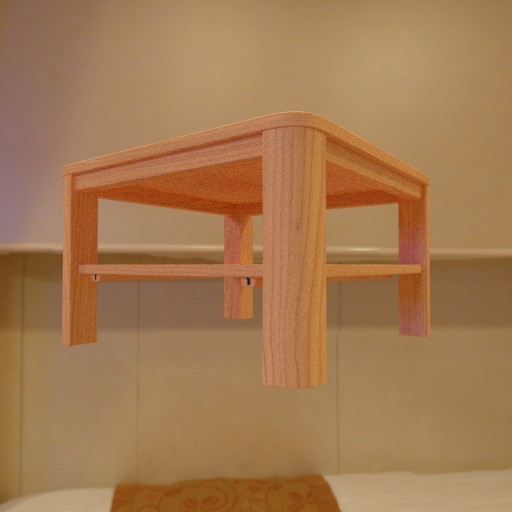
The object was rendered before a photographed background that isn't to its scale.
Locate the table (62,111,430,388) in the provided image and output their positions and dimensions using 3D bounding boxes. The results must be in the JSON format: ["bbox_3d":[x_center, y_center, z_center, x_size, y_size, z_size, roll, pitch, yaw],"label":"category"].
[{"bbox_3d":[0.000,0.000,1.217,0.750,0.450,0.750,-1,-2,37],"label":"table"}]
